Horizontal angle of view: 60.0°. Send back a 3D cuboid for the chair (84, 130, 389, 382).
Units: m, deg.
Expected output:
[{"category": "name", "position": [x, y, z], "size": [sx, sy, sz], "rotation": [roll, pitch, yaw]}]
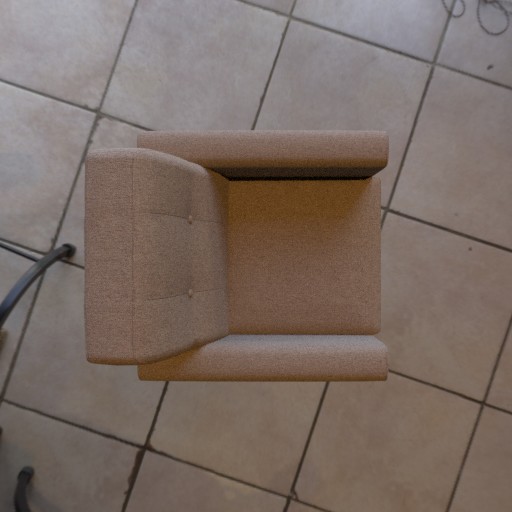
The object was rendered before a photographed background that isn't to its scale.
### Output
[{"category": "chair", "position": [0.000, 0.000, 1.564], "size": [0.907, 0.839, 0.831], "rotation": [0, 90, 1]}]
